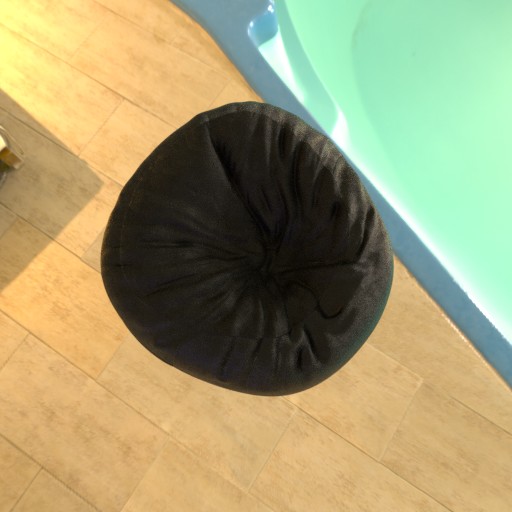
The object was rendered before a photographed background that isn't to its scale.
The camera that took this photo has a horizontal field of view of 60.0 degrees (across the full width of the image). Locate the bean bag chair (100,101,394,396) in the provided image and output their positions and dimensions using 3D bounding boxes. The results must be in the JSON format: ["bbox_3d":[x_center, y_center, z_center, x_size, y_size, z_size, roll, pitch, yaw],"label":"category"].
[{"bbox_3d":[0.000,0.000,2.504,1.524,0.878,1.524,38,78,9],"label":"bean bag chair"}]
